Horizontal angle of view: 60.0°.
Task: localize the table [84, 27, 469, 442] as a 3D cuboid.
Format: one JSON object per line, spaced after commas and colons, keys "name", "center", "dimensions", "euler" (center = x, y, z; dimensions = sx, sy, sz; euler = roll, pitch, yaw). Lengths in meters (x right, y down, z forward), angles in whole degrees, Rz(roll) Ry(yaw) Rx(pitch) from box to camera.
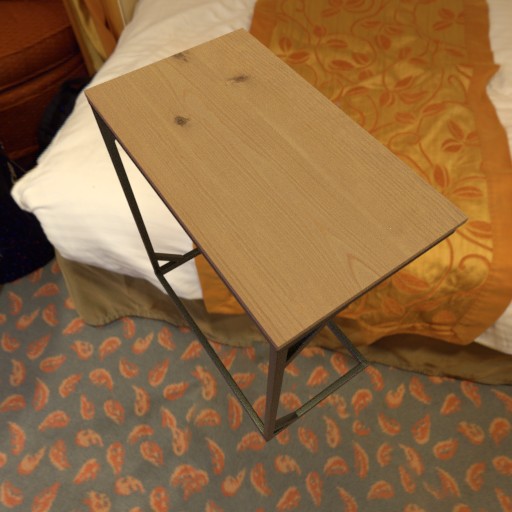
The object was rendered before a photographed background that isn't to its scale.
{"name": "table", "center": [0.000, 0.000, 1.015], "dimensions": [0.351, 0.673, 0.597], "euler": [-31, 63, -18]}
